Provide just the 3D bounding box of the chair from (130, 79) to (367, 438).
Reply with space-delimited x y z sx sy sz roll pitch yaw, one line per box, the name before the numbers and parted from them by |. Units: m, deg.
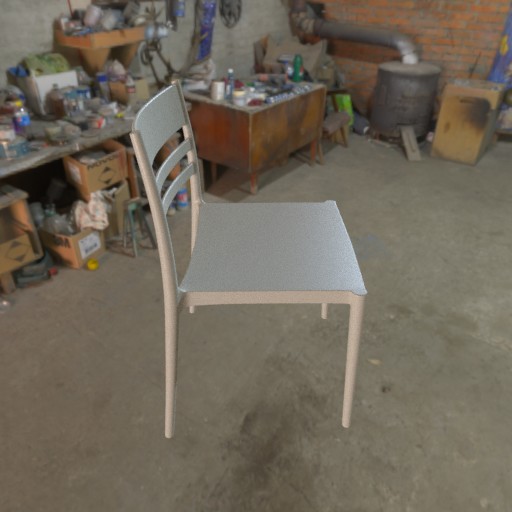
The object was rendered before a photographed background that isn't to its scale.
chair | 0.000 0.000 1.175 0.511 0.800 0.531 0 32 0
